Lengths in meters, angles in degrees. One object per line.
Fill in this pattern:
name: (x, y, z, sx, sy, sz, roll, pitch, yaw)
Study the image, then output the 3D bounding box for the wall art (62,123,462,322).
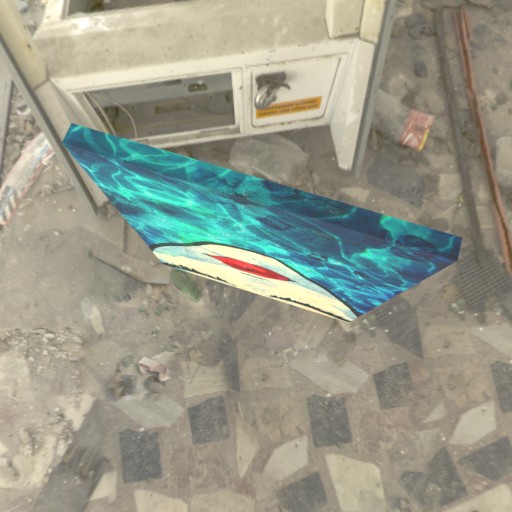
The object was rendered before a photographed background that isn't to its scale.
wall art: (0.000, 0.000, 1.021, 0.609, 0.760, 0.038, 17, 76, 5)
